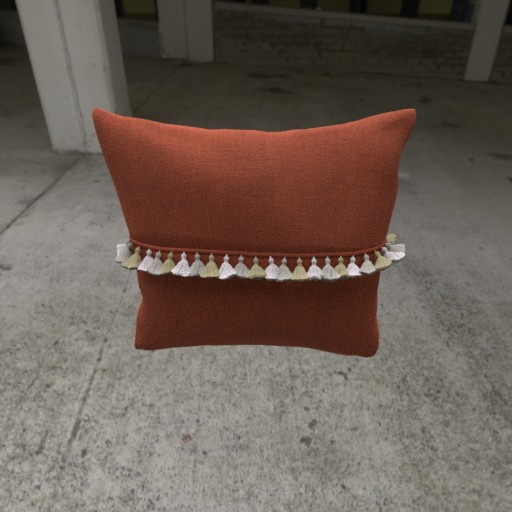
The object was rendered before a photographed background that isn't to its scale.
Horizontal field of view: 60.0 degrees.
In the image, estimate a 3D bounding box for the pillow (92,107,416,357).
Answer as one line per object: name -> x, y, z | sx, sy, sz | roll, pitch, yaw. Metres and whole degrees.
pillow -> 0.000, 0.000, 0.750 | 0.490, 0.482, 0.165 | 1, 32, 2
